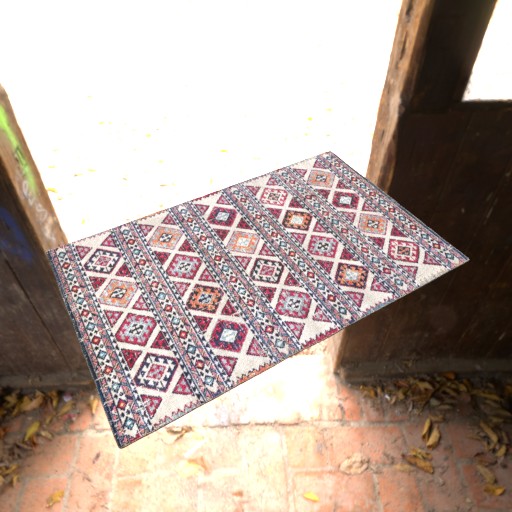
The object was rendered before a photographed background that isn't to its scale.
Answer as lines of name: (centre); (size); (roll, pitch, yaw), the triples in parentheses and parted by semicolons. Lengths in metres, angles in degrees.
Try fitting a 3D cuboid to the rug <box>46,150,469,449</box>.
rug: (0.000, 0.000, 3.002); (2.440, 0.010, 1.545); (-23, 51, -21)
